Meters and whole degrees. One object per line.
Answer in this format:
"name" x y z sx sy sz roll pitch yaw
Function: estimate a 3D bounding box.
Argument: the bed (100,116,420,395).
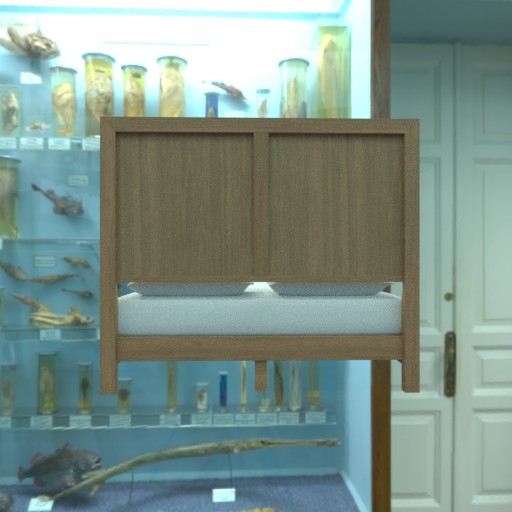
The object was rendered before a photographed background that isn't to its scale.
"bed" 0.000 0.000 3.317 1.606 1.387 2.184 0 0 -1
